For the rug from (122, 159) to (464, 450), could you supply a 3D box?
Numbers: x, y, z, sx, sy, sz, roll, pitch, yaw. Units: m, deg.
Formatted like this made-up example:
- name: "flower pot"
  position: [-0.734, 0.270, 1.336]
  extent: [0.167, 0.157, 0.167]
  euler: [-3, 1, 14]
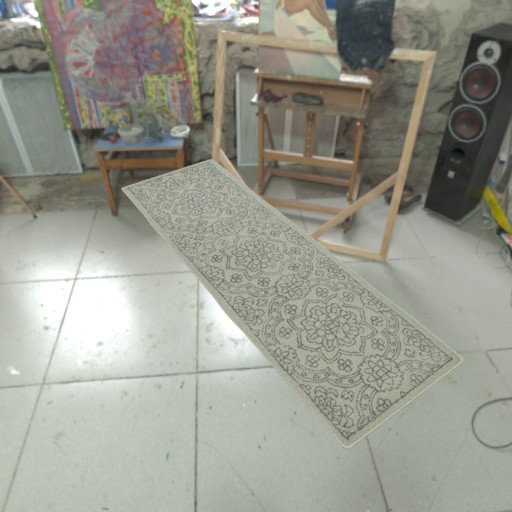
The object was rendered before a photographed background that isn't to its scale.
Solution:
- name: "rug"
  position: [0.000, 0.000, 2.737]
  extent: [0.806, 0.006, 2.431]
  euler: [-24, 46, -25]
